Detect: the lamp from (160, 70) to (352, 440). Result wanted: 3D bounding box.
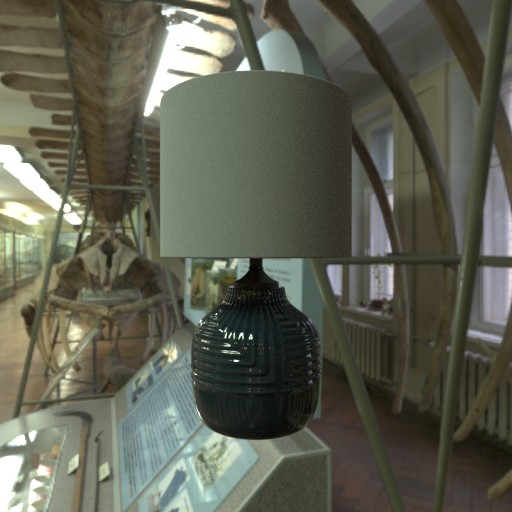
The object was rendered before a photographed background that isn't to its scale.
[{"bbox_3d":[0.000,0.000,0.752,0.318,0.567,0.318,0,0,0],"label":"lamp"}]
